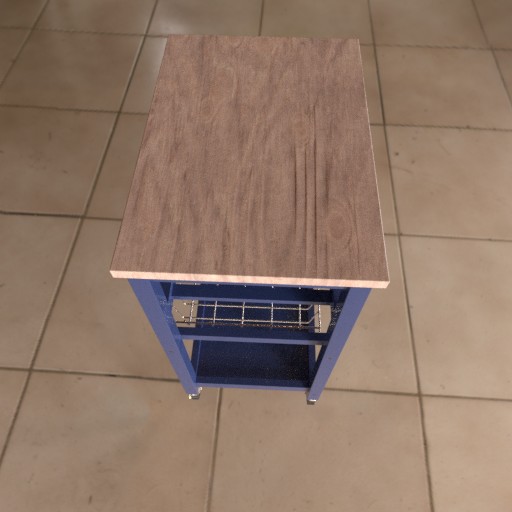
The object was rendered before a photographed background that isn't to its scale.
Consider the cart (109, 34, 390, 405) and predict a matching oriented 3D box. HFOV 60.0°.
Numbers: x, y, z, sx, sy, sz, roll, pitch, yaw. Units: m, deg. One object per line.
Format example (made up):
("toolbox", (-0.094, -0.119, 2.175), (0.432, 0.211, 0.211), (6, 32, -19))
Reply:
("cart", (0.000, 0.000, 1.137), (0.403, 0.839, 0.584), (2, 58, 1))
